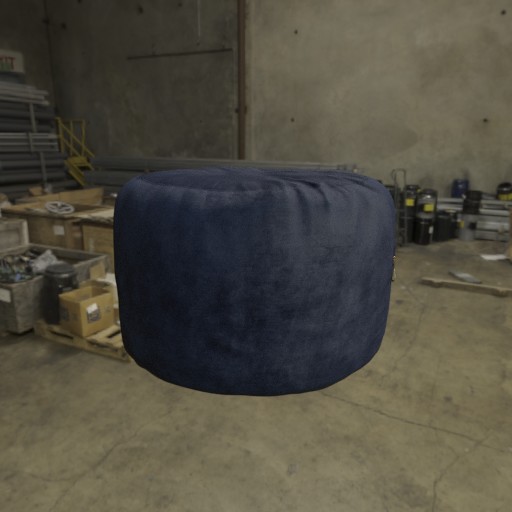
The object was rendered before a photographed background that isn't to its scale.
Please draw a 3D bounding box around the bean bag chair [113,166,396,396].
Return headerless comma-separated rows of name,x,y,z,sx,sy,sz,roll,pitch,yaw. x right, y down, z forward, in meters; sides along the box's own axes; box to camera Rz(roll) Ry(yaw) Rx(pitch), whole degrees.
bean bag chair,0.000,0.000,1.997,1.219,0.762,1.219,0,15,0
